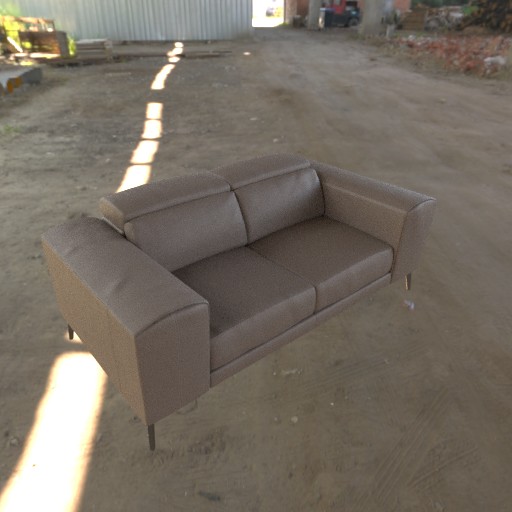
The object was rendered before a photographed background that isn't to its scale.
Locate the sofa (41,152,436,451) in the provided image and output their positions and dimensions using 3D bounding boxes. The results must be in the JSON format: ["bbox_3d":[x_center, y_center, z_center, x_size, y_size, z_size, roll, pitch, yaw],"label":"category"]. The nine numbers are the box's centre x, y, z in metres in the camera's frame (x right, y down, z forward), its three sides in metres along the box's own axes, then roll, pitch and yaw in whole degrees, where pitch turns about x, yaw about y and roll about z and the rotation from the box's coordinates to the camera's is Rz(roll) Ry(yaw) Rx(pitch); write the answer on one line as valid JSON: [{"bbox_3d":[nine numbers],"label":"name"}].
[{"bbox_3d":[0.000,0.000,2.417,1.895,0.779,1.003,-22,36,-34],"label":"sofa"}]
